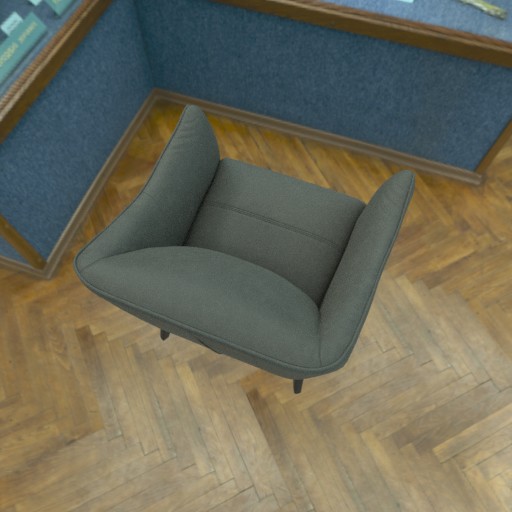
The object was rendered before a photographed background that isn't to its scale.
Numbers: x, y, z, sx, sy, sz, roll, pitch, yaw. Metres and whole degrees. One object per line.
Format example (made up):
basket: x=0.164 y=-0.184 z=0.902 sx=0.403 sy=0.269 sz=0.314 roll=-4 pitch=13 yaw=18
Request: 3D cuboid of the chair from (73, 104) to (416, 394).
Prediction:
chair: x=0.000 y=0.000 z=1.564 sx=0.871 sy=0.830 sz=0.852 roll=20 pitch=65 yaw=10
